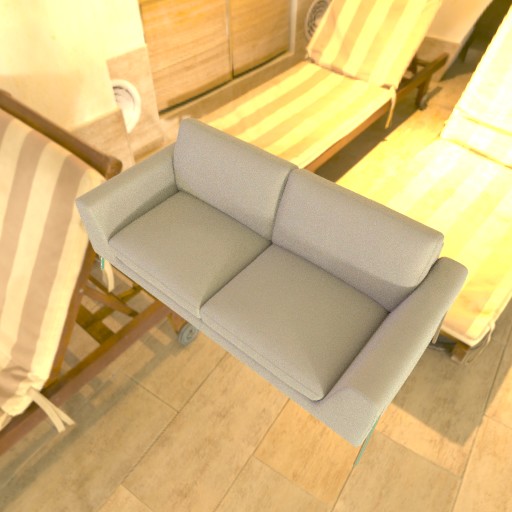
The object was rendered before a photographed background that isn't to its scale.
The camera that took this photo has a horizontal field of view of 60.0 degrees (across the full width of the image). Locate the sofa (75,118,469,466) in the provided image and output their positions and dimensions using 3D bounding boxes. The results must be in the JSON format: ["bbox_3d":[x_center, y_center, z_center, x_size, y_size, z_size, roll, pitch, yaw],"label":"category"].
[{"bbox_3d":[0.000,0.000,2.519,2.017,0.875,0.953,31,54,26],"label":"sofa"}]
